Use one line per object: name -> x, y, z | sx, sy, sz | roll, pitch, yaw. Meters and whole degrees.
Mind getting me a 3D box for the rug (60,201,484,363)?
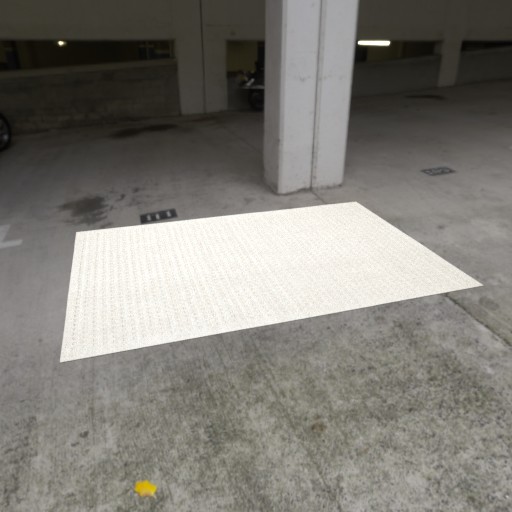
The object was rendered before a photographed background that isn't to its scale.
rug -> 0.000, 0.000, 2.904 | 2.289, 0.006, 1.523 | -8, 27, -15
